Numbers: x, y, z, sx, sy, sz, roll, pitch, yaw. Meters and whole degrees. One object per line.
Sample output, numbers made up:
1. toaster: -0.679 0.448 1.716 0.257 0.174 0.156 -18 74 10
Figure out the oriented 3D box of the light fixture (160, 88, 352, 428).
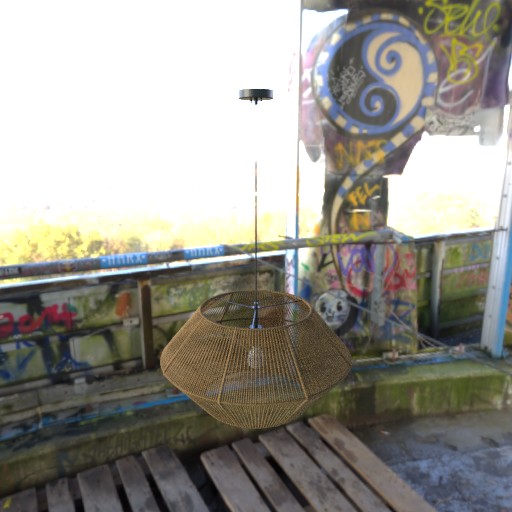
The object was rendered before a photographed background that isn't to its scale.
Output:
1. light fixture: 0.000 0.000 1.431 0.643 1.009 0.643 0 14 0
